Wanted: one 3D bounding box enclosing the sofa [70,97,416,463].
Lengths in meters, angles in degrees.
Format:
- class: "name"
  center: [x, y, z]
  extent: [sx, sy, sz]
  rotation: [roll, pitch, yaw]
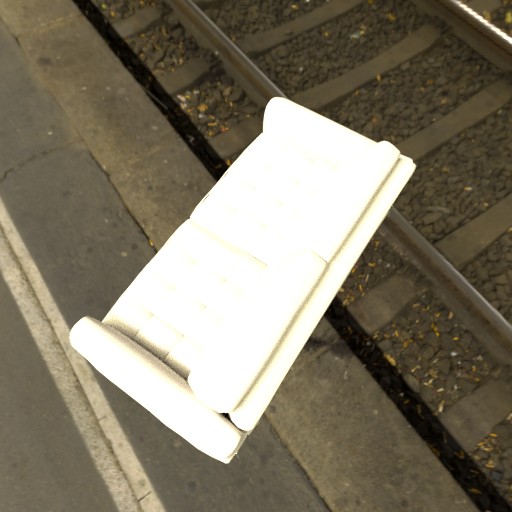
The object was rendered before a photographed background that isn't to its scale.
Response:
- class: "sofa"
  center: [0.000, 0.000, 2.751]
  extent: [1.121, 0.930, 2.177]
  rotation: [31, 68, 14]
